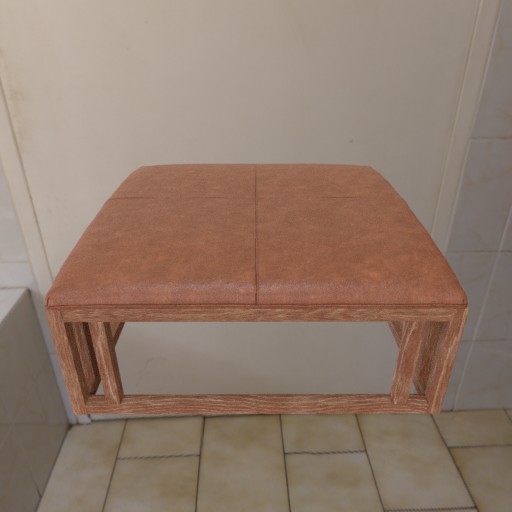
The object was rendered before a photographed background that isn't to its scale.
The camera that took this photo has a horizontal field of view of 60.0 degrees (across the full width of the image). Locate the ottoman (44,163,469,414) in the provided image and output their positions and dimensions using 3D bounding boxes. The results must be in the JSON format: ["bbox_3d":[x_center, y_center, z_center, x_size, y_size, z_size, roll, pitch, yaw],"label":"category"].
[{"bbox_3d":[0.000,0.000,1.557,1.016,0.442,1.013,0,29,0],"label":"ottoman"}]
